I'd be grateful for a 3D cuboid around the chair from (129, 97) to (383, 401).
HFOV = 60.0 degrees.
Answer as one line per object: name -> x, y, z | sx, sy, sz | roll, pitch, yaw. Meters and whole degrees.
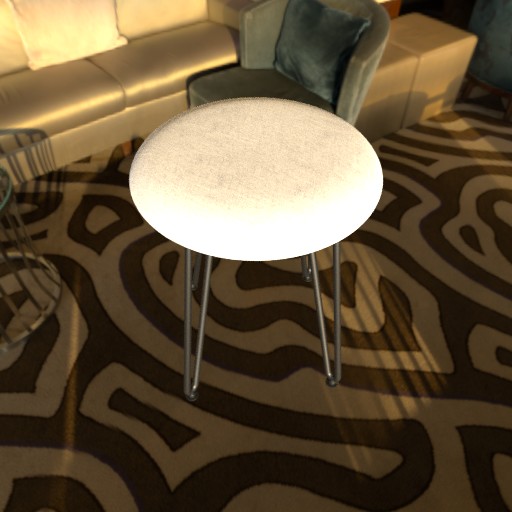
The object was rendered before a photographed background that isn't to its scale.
chair -> 0.000, 0.000, 0.665 | 0.350, 0.386, 0.350 | 31, 53, 26
